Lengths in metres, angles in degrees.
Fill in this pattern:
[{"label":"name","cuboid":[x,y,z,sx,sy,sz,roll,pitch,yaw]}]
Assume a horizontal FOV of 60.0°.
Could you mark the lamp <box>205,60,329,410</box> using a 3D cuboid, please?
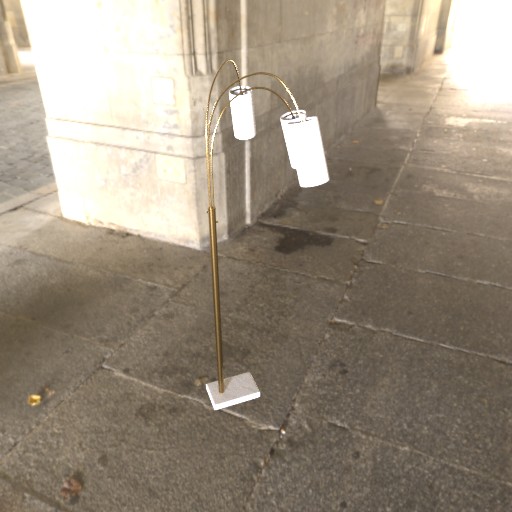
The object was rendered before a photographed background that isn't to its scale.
[{"label":"lamp","cuboid":[0.000,0.000,2.579,0.667,2.055,1.020,-11,31,-18]}]
